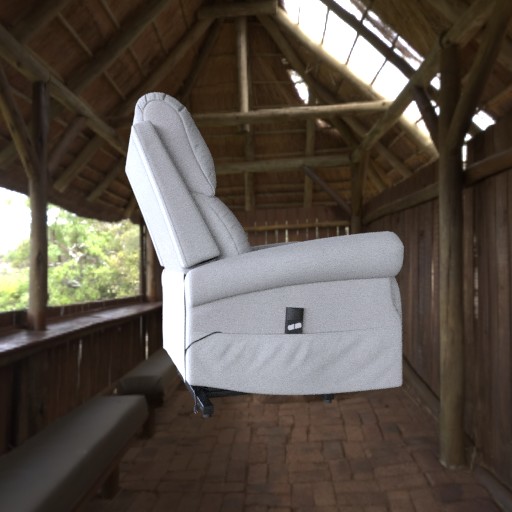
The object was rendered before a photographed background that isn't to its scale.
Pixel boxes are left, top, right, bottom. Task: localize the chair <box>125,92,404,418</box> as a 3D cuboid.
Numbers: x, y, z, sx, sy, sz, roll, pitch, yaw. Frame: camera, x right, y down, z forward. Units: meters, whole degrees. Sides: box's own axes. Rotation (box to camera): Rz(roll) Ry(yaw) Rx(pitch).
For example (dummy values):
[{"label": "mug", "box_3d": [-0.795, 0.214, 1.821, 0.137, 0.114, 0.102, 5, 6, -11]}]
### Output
[{"label": "chair", "box_3d": [0.000, 0.000, 1.759, 0.979, 1.031, 0.871, 0, -1, -18]}]
